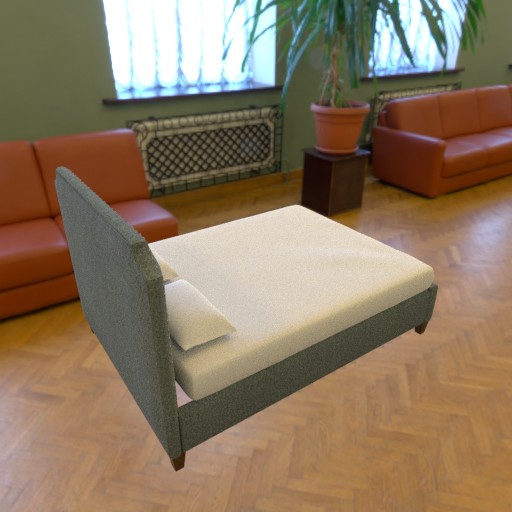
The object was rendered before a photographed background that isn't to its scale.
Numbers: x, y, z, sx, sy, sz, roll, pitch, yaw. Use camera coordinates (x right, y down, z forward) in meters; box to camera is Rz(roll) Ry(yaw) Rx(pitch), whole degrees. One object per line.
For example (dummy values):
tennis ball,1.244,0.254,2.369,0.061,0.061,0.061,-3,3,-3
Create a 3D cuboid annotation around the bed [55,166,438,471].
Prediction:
bed,0.000,0.000,3.388,2.372,1.443,1.712,-18,33,-30
